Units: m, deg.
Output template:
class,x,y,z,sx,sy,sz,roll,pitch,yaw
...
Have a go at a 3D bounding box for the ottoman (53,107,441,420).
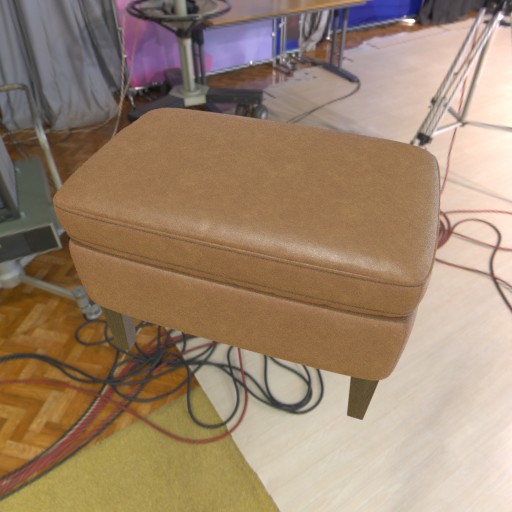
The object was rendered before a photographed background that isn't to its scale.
class,x,y,z,sx,sy,sz,roll,pitch,yaw
ottoman,0.000,0.000,0.974,0.670,0.480,0.420,13,44,13
